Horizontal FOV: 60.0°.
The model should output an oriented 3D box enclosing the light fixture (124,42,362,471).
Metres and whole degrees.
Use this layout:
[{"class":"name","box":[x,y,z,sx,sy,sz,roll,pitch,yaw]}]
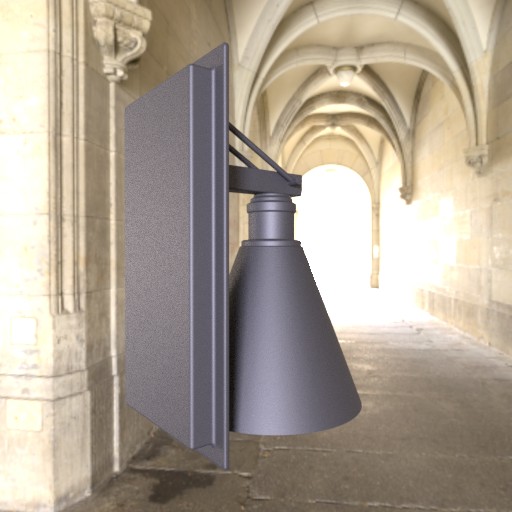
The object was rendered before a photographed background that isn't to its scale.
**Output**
[{"class":"light fixture","box":[0.000,0.000,0.415,0.207,0.298,0.170,-1,1,-38]}]
